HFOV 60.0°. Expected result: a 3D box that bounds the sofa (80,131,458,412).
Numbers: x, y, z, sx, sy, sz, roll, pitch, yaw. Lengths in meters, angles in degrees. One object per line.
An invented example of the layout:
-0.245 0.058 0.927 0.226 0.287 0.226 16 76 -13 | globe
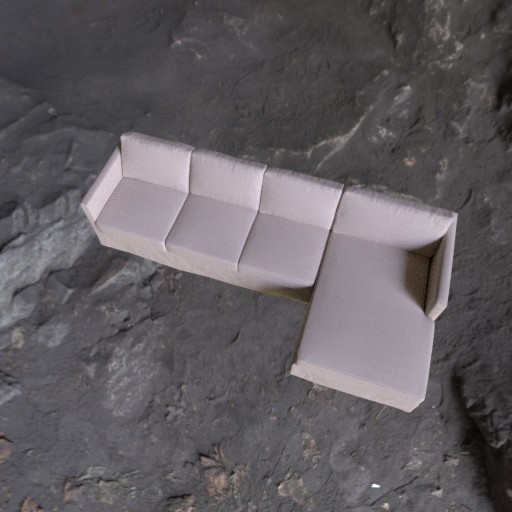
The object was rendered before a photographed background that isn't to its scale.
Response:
0.000 0.000 3.892 3.206 0.871 1.622 16 61 9 | sofa
